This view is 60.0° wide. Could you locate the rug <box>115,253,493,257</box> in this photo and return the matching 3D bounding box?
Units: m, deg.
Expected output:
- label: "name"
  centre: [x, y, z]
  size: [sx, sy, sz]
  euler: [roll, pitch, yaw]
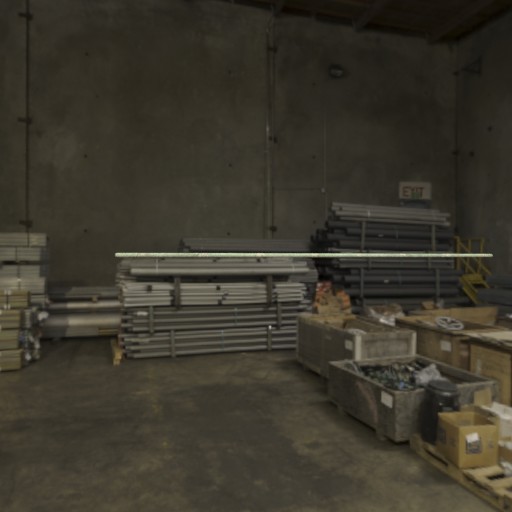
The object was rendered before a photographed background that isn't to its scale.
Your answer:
- label: "rug"
  centre: [0.000, 0.000, 4.090]
  size: [2.420, 0.019, 3.039]
  euler: [0, 0, -17]
